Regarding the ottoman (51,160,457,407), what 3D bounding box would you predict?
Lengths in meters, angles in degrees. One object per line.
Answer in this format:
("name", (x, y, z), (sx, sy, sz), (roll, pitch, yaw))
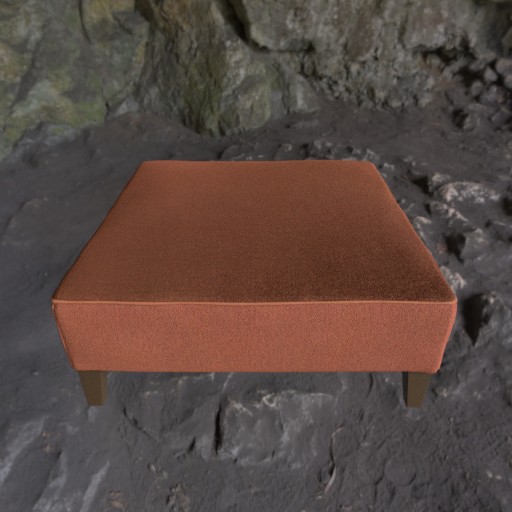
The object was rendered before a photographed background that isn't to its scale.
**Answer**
("ottoman", (0.000, 0.000, 1.549), (0.997, 0.438, 0.999), (0, 31, 0))
